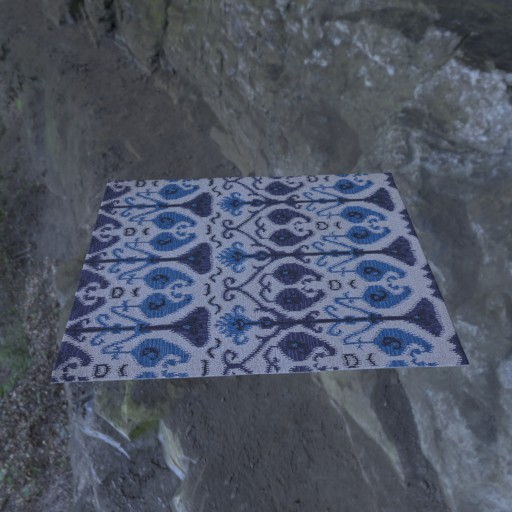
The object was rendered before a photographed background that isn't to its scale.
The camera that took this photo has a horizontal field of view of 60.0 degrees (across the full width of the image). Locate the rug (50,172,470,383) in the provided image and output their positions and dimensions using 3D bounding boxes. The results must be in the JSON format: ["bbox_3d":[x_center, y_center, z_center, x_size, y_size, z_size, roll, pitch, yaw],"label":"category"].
[{"bbox_3d":[0.000,0.000,4.210,3.228,0.024,2.443,-2,48,-2],"label":"rug"}]
